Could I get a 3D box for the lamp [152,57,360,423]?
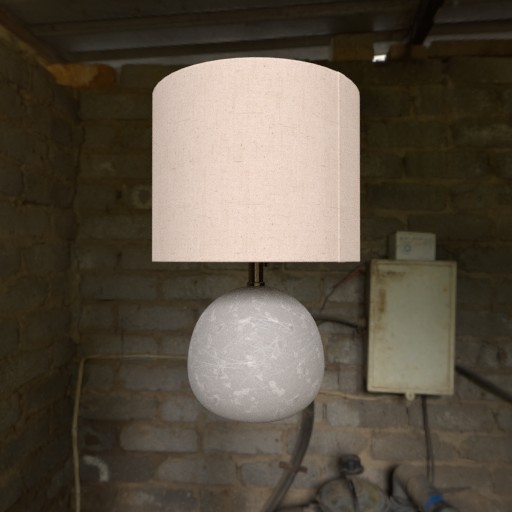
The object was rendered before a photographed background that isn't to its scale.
[{"bbox_3d":[0.000,0.000,0.589,0.269,0.409,0.269,0,-1,-35],"label":"lamp"}]
